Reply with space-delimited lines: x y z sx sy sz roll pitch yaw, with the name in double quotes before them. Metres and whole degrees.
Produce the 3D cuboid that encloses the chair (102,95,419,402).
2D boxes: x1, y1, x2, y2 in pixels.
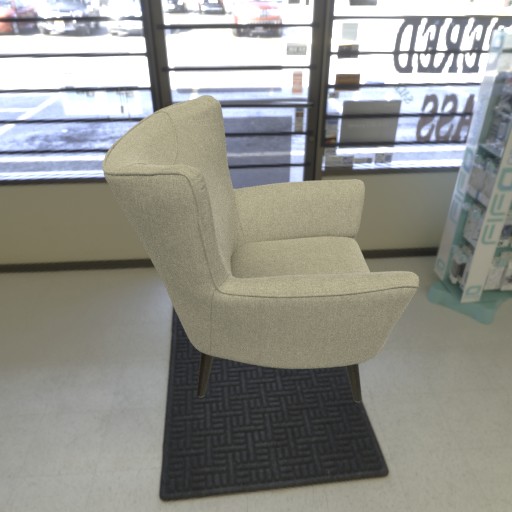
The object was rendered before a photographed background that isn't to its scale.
"chair" 0.000 0.000 1.561 0.888 0.933 0.781 -1 32 -1
